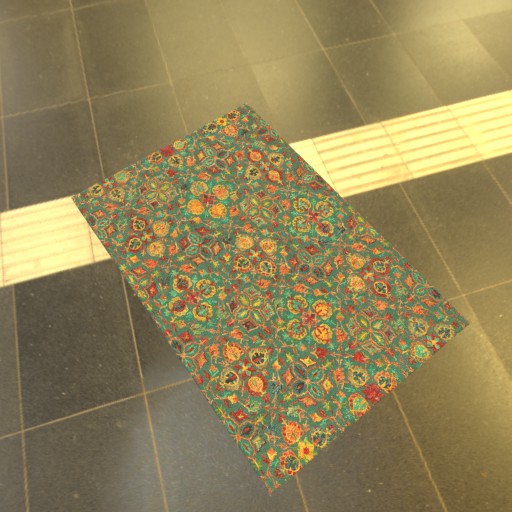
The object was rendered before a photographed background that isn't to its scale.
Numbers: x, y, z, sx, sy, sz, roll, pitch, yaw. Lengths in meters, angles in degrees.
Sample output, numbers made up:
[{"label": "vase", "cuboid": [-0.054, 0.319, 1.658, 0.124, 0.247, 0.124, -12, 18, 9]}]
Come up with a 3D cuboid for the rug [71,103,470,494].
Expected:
[{"label": "rug", "cuboid": [0.000, 0.000, 2.893, 1.527, 0.016, 2.290, -34, 67, -16]}]
